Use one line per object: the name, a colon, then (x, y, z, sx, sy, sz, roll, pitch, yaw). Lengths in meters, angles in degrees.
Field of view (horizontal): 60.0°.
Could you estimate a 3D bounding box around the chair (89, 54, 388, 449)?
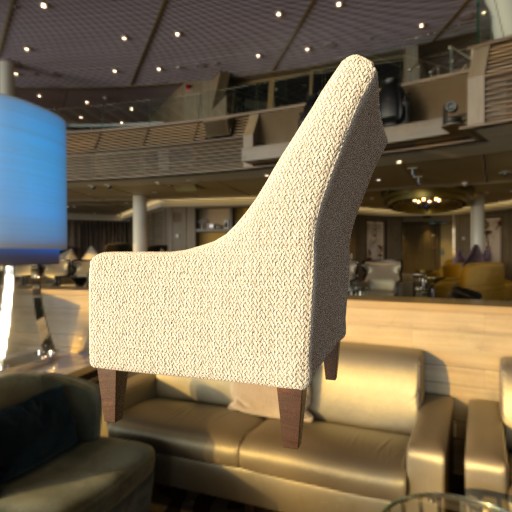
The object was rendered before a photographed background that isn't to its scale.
chair: (0.000, 0.000, 1.572, 0.870, 1.014, 0.774, 0, 1, 19)
